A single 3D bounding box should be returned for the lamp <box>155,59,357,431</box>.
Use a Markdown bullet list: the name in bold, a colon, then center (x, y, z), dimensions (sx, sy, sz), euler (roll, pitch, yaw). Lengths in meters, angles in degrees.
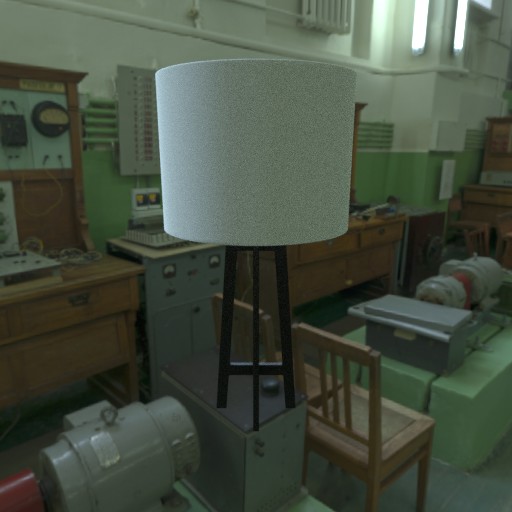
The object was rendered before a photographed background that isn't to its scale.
- **lamp**: center (0.000, 0.000, 0.638), dimensions (0.257, 0.489, 0.257), euler (14, 20, 43)
